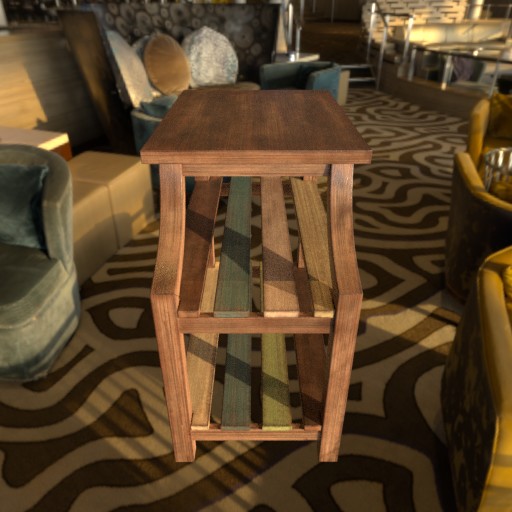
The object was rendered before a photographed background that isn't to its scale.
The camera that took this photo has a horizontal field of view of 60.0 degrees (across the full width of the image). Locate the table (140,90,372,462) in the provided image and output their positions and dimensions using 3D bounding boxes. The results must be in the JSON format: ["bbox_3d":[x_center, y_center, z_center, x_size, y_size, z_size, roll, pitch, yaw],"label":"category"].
[{"bbox_3d":[0.000,0.000,0.976,0.356,0.584,0.609,0,31,0],"label":"table"}]
